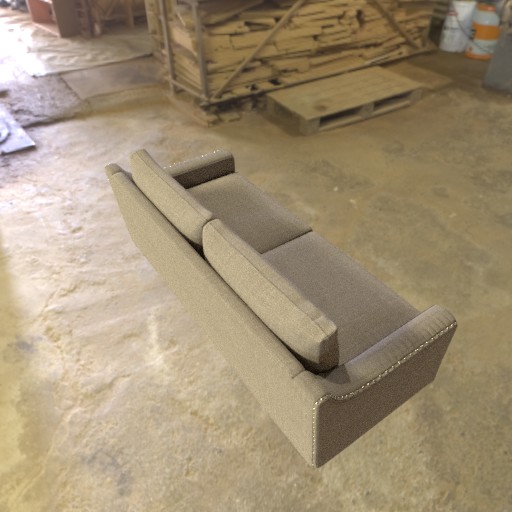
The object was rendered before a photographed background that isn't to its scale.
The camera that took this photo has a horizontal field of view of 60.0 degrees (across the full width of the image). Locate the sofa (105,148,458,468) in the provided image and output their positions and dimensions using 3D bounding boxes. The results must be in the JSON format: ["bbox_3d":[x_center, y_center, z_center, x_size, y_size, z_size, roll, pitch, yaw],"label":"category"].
[{"bbox_3d":[0.000,0.000,2.742,1.000,0.857,2.208,-25,47,-26],"label":"sofa"}]
